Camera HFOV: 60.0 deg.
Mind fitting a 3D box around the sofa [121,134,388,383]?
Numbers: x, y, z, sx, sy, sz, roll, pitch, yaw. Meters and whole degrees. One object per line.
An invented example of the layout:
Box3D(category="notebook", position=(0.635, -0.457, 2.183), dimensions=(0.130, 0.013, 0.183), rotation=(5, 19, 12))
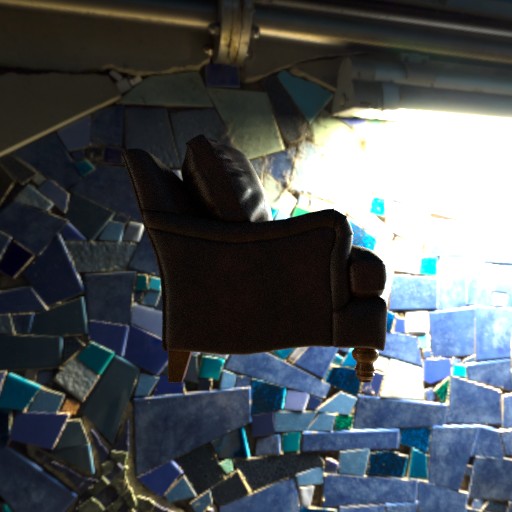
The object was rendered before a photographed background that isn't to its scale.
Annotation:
Box3D(category="sofa", position=(0.000, 0.000, 2.884), dimensions=(1.147, 1.071, 2.144), rotation=(0, 0, 0))
